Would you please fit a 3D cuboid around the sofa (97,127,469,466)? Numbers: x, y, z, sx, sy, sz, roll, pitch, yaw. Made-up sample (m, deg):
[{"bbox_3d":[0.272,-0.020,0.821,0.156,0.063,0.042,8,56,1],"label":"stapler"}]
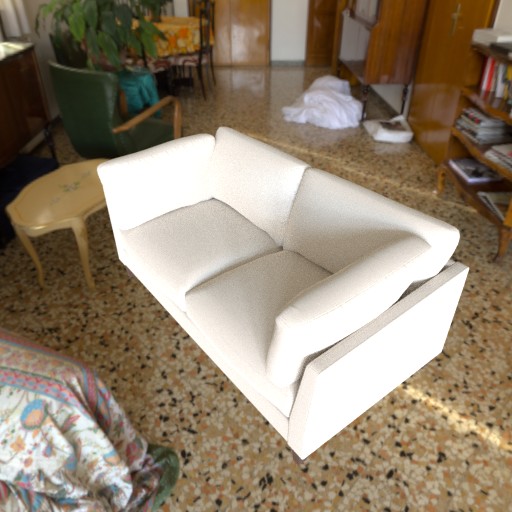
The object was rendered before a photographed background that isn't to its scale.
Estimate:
[{"bbox_3d":[0.000,0.000,2.314,0.970,0.836,1.776,-23,41,-30],"label":"sofa"}]
